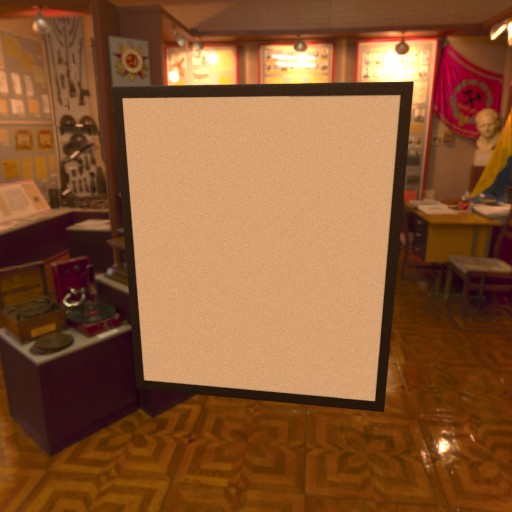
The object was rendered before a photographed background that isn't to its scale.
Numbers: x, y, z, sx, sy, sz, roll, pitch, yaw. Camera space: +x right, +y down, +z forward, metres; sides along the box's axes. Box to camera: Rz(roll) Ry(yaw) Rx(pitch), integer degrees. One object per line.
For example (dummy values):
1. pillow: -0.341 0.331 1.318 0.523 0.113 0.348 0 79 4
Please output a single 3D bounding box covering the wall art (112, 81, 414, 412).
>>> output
1. wall art: 0.000 0.000 0.703 0.430 0.509 0.021 3 16 9
